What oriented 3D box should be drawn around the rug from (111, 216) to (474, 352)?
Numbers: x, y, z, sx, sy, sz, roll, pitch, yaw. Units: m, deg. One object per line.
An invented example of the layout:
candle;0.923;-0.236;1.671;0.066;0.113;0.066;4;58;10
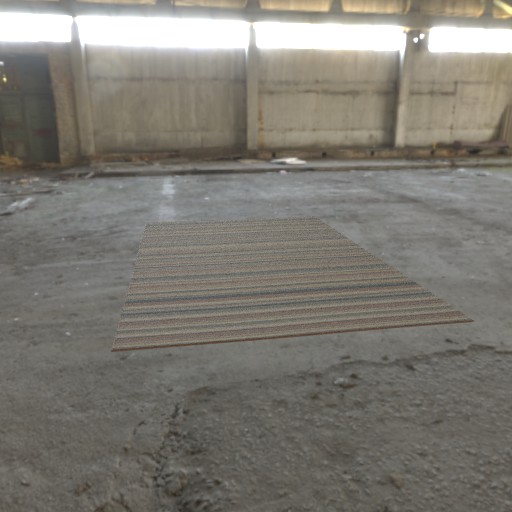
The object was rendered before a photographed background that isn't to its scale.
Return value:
rug;0.000;0.000;2.301;1.219;0.008;1.829;-3;17;-10
